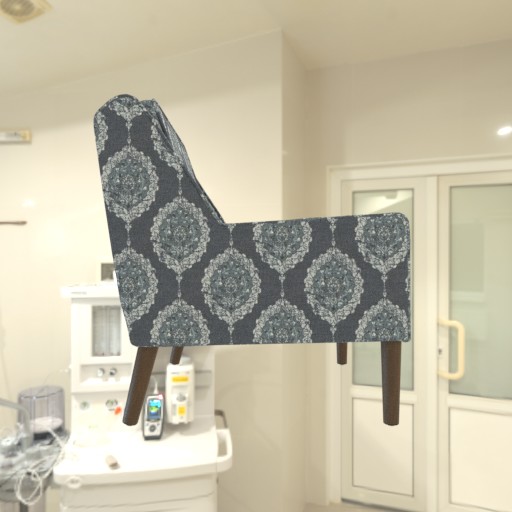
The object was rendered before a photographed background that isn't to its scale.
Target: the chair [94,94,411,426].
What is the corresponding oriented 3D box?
[{"bbox_3d":[0.000,0.000,1.320,0.743,0.792,0.663,0,0,0],"label":"chair"}]
